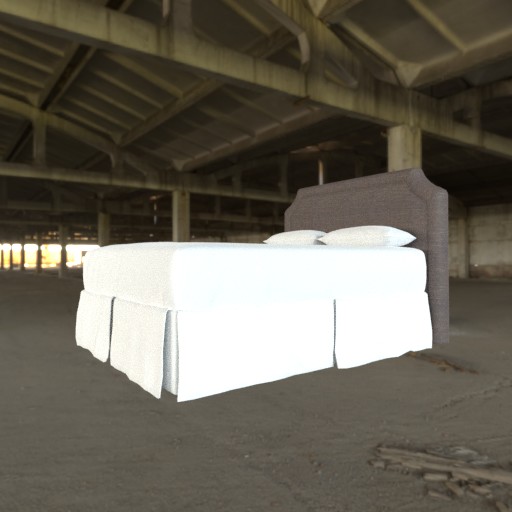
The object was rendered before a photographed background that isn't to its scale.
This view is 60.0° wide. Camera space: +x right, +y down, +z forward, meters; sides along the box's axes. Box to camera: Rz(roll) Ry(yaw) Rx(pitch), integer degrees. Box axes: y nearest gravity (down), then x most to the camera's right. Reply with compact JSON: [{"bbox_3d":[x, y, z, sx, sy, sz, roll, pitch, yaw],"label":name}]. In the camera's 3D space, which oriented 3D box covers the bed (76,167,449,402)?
[{"bbox_3d":[0.000,0.000,3.141,2.116,1.290,1.693,0,0,-36],"label":"bed"}]
